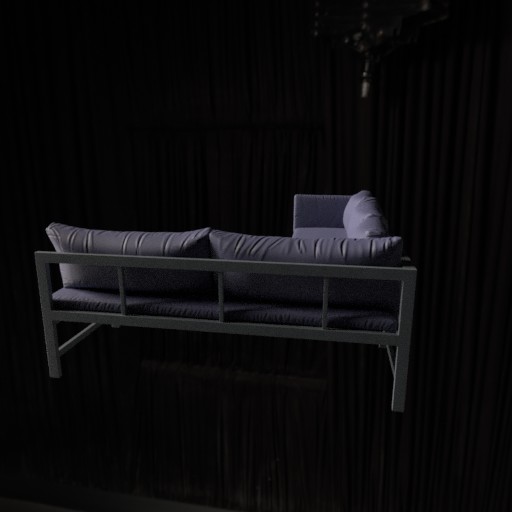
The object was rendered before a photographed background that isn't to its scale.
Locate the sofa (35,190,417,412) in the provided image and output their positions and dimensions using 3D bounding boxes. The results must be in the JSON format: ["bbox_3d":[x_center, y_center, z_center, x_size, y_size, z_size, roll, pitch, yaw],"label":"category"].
[{"bbox_3d":[0.000,0.000,2.951,1.658,0.762,2.149,3,14,10],"label":"sofa"}]
